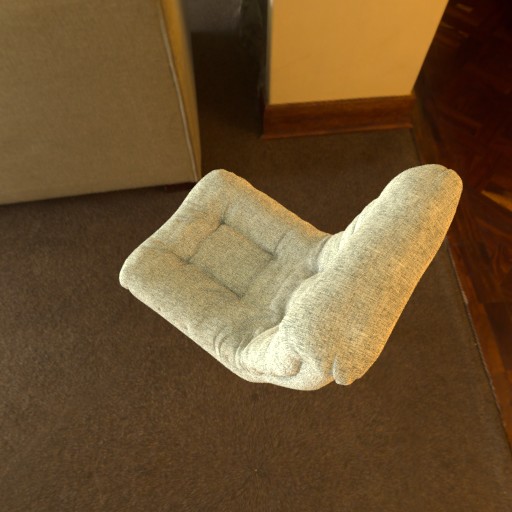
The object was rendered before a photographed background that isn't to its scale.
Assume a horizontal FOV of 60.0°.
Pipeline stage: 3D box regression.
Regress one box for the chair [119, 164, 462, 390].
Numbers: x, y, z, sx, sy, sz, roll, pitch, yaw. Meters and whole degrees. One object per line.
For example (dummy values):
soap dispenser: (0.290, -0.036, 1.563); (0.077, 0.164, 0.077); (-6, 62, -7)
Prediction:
chair: (0.000, 0.000, 0.942); (0.583, 0.600, 0.400); (33, 69, 15)
